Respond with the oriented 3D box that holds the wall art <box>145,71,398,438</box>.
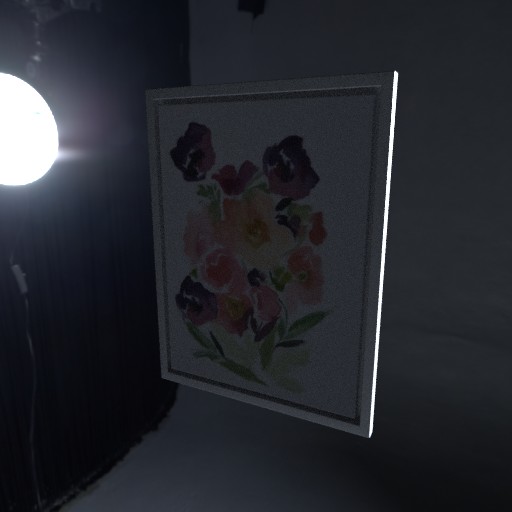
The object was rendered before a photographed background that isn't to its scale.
[{"bbox_3d":[0.000,0.000,1.433,0.805,1.056,0.042,7,15,26],"label":"wall art"}]
